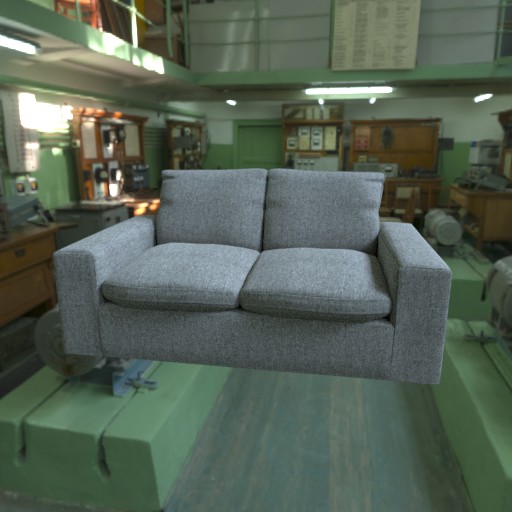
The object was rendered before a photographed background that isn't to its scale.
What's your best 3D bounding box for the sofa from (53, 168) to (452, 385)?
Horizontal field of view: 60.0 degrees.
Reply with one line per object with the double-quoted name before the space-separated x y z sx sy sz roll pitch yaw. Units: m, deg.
"sofa" 0.000 0.000 2.384 1.758 0.877 1.094 2 15 9
